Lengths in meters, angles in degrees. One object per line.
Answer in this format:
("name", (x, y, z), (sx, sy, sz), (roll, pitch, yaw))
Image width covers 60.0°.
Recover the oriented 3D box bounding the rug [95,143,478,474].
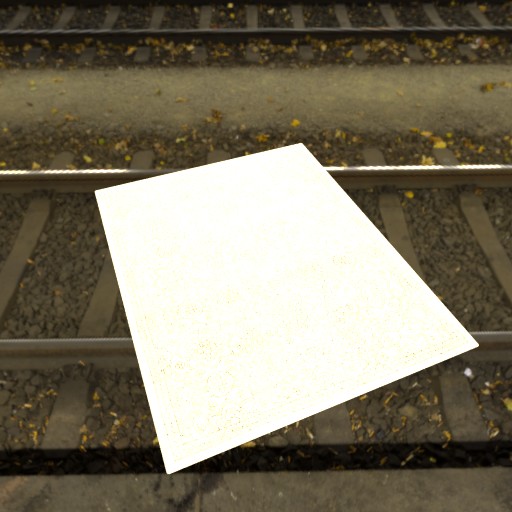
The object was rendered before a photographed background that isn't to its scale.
("rug", (0.000, 0.000, 4.045), (2.441, 0.015, 3.050), (-17, 49, -15))
